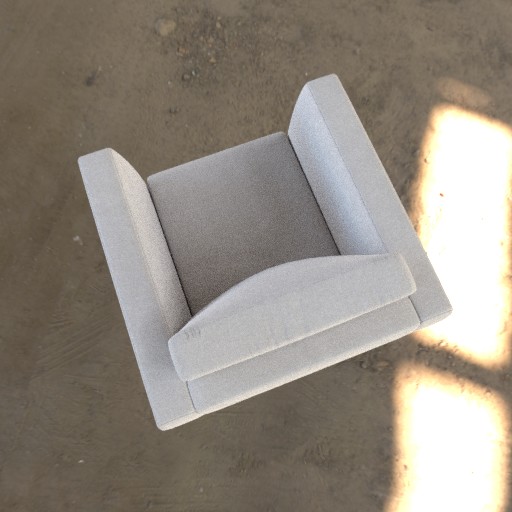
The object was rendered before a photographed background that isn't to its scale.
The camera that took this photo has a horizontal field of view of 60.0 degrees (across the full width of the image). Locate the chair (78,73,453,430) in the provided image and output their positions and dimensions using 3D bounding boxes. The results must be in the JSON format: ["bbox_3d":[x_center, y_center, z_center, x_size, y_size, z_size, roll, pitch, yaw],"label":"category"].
[{"bbox_3d":[0.000,0.000,1.685,1.000,0.860,0.930,-20,75,-5],"label":"chair"}]
